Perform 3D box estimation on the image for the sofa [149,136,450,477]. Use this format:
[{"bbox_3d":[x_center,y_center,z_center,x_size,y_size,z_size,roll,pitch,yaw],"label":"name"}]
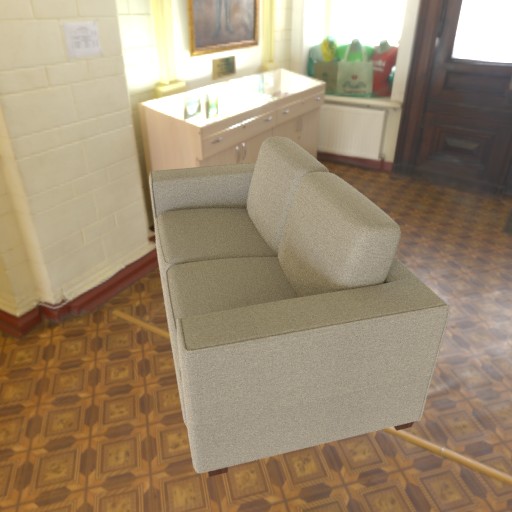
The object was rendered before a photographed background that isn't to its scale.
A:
[{"bbox_3d":[0.000,0.000,2.377,1.007,0.924,1.812,-8,31,-13],"label":"sofa"}]
